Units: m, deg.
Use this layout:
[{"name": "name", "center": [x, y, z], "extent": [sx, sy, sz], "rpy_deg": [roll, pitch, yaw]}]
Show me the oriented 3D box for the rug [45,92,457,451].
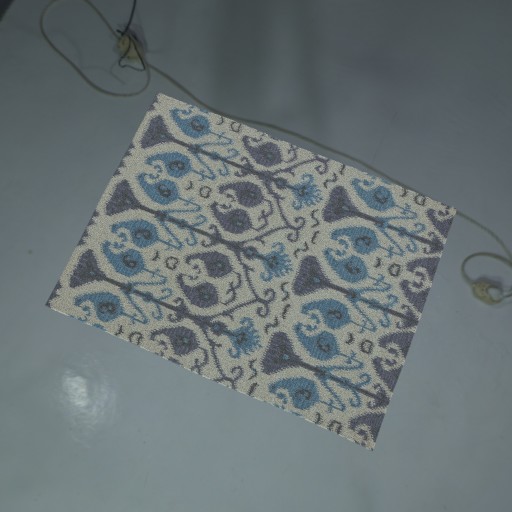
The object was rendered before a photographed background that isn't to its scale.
[{"name": "rug", "center": [0.000, 0.000, 2.936], "extent": [2.261, 0.013, 1.676], "rpy_deg": [23, 79, 5]}]
